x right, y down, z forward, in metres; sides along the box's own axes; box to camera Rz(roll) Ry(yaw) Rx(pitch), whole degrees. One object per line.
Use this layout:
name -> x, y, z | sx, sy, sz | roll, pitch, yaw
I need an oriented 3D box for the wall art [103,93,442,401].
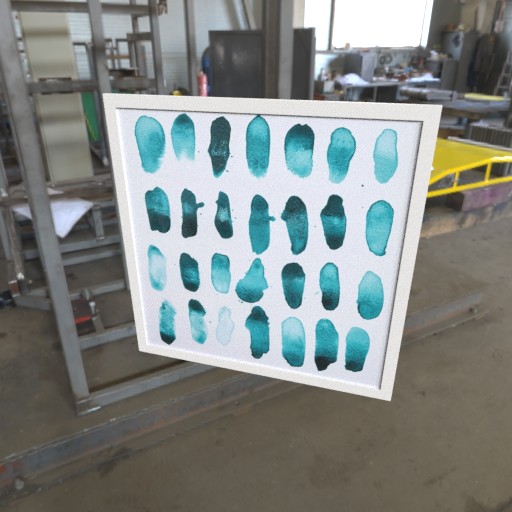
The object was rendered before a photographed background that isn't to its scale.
wall art -> 0.000, 0.000, 0.831 | 0.558, 0.559, 0.009 | 7, 27, 15
